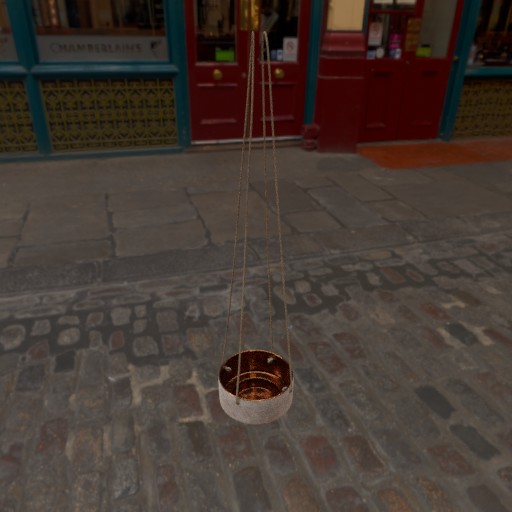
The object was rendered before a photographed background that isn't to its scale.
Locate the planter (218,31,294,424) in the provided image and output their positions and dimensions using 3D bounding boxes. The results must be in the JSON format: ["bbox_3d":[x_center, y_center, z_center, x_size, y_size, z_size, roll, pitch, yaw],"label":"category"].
[{"bbox_3d":[0.000,0.000,1.139,0.223,1.030,0.223,-8,28,-15],"label":"planter"}]
